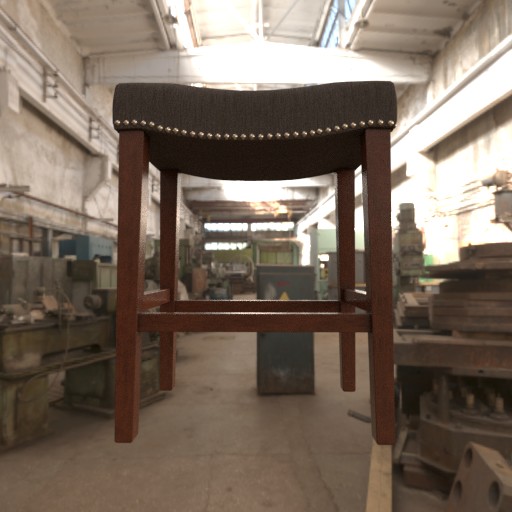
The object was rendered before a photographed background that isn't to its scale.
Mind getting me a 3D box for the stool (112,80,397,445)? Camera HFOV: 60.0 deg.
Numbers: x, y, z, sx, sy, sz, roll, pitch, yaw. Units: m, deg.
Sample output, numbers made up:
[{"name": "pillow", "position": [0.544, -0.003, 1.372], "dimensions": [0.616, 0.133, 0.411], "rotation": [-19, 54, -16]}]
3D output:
[{"name": "stool", "position": [0.000, 0.000, 0.946], "dimensions": [0.504, 0.654, 0.372], "rotation": [0, -2, 1]}]
